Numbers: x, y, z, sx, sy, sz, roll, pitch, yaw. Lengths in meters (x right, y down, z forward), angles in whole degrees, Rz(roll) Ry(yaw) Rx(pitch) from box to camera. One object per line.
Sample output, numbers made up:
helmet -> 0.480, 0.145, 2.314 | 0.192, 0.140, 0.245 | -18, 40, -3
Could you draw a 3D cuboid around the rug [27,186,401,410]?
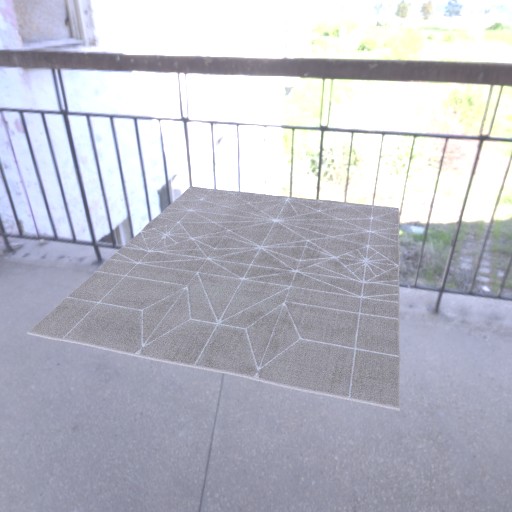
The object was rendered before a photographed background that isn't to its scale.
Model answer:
rug -> 0.000, 0.000, 0.876 | 0.548, 0.006, 0.639 | 8, 31, 13
